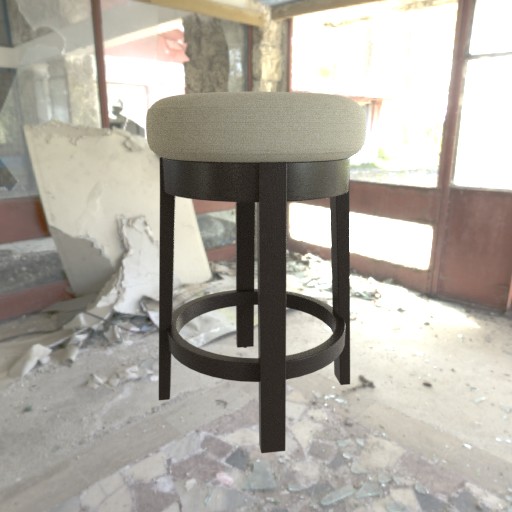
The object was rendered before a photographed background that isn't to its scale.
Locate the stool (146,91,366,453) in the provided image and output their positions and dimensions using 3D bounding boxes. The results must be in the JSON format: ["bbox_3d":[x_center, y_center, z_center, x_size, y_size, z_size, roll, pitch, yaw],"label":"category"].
[{"bbox_3d":[0.000,0.000,0.961,0.449,0.655,0.449,0,16,0],"label":"stool"}]
